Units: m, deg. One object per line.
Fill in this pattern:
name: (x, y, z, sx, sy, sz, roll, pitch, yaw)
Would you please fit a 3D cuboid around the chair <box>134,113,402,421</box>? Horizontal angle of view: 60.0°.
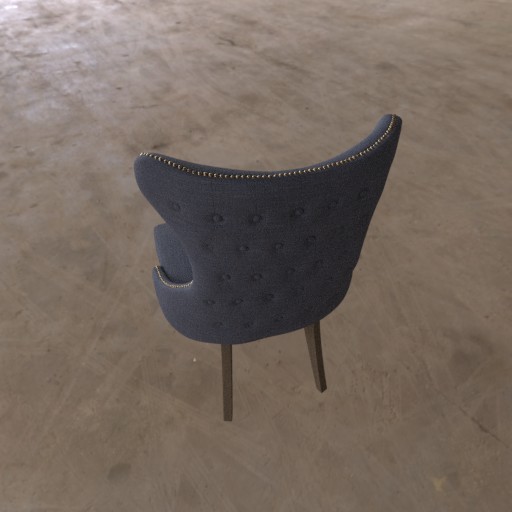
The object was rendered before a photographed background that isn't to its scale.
chair: (0.000, 0.000, 1.353, 0.628, 0.967, 0.635, -13, 43, -14)
